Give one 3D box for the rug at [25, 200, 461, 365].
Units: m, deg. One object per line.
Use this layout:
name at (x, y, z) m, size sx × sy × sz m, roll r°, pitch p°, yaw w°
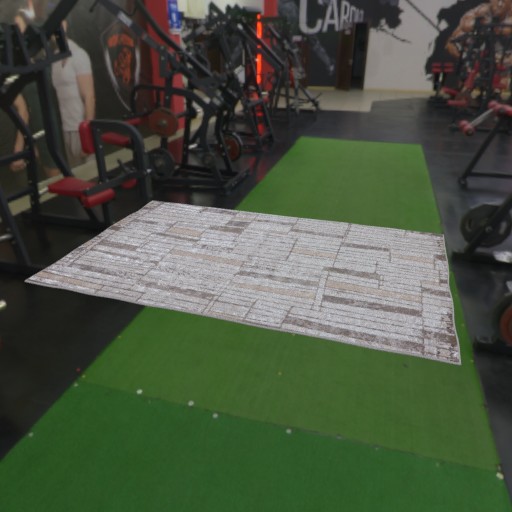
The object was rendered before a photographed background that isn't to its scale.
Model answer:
rug at (0.000, 0.000, 2.981) m, size 2.444 × 0.023 × 1.531 m, roll 8°, pitch 28°, yaw 16°
